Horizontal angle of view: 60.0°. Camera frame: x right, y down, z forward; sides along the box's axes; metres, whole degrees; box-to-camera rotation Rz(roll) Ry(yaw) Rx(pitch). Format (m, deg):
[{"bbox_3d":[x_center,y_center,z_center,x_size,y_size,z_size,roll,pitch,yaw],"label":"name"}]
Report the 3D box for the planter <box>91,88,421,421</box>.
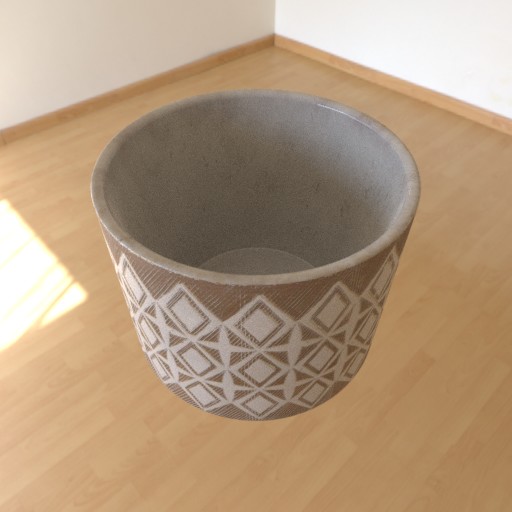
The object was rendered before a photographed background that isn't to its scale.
[{"bbox_3d":[0.000,0.000,0.326,0.193,0.165,0.193,0,46,0],"label":"planter"}]
